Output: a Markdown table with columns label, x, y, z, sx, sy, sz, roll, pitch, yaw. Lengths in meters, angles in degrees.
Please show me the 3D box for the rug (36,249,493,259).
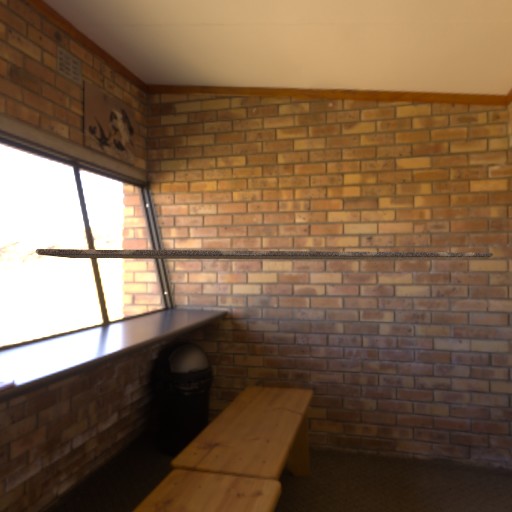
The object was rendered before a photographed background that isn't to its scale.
| label | x | y | z | sx | sy | sz | roll | pitch | yaw |
| --- | --- | --- | --- | --- | --- | --- | --- | --- | --- |
| rug | 0.000 | 0.000 | 2.853 | 2.348 | 0.025 | 1.501 | 0 | -1 | -18 |
